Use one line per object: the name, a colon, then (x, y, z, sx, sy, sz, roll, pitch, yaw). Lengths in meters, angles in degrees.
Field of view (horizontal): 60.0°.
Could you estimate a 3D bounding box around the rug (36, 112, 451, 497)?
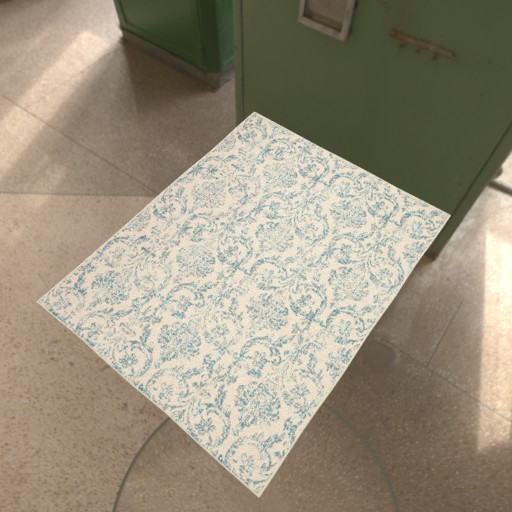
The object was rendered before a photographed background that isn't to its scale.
rug: (0.000, 0.000, 3.960, 2.363, 0.012, 2.980, 33, 64, 19)
